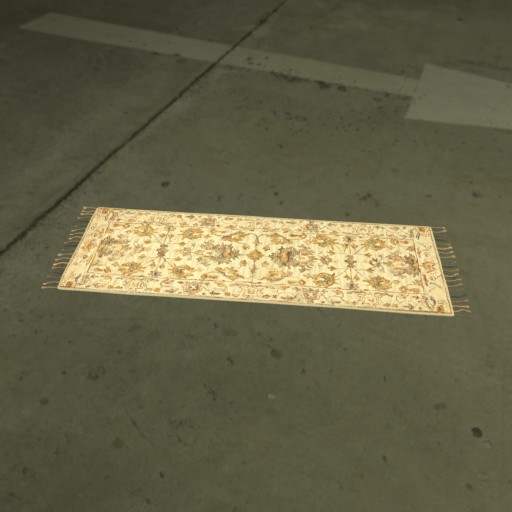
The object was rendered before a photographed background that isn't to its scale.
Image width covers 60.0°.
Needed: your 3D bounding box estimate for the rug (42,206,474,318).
[{"bbox_3d":[0.000,0.000,2.722,2.438,0.021,0.729,4,47,3],"label":"rug"}]
